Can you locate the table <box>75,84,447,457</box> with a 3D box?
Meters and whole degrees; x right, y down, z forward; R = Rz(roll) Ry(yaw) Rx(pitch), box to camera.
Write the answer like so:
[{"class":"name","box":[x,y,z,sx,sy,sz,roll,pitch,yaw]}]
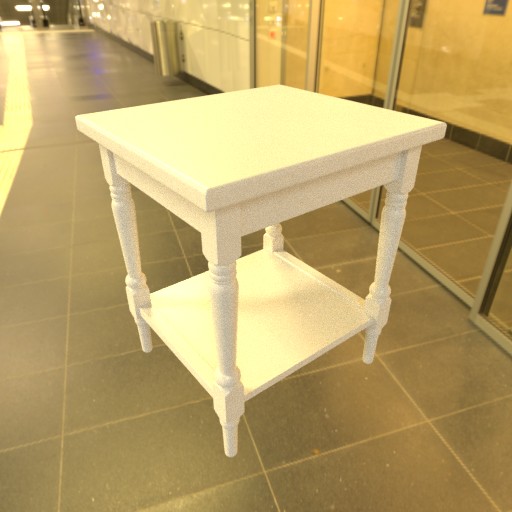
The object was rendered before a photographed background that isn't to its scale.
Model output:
[{"class":"table","box":[0.000,0.000,0.925,0.488,0.565,0.442,-22,38,-32]}]
